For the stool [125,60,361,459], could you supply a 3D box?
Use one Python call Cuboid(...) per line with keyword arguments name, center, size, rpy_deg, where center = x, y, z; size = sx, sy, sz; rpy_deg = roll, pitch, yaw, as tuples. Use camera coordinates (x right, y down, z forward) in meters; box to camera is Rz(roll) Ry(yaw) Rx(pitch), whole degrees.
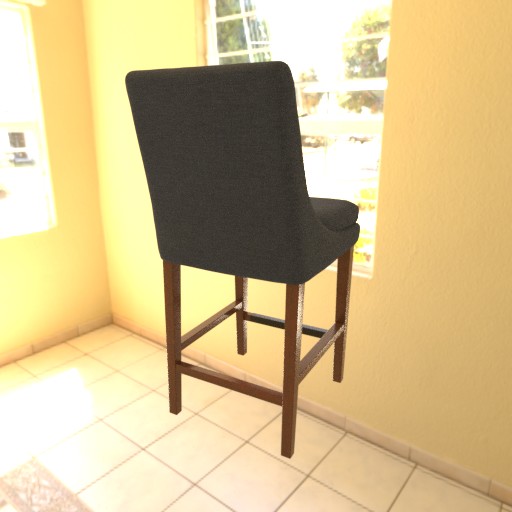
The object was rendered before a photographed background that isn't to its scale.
Cuboid(name="stool", center=(0.000, 0.000, 1.296), size=(0.470, 0.981, 0.577), rpy_deg=(9, 19, 27))
